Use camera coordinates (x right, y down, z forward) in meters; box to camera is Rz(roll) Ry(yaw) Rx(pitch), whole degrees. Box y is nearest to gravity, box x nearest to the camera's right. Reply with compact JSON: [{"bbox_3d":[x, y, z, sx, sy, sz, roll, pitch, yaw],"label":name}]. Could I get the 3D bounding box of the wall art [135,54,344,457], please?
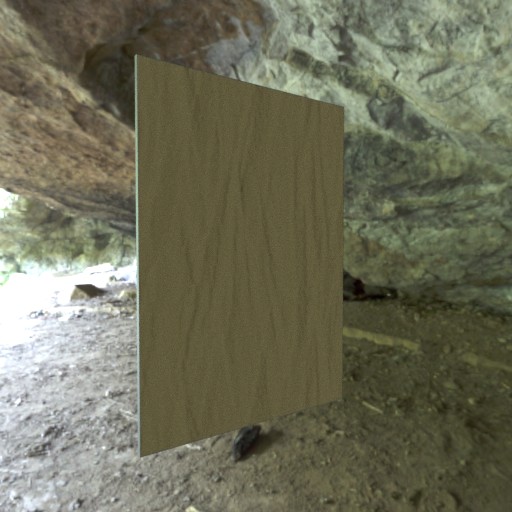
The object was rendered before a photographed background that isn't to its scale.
[{"bbox_3d":[0.000,0.000,1.467,0.810,1.116,0.016,-1,2,-36],"label":"wall art"}]
